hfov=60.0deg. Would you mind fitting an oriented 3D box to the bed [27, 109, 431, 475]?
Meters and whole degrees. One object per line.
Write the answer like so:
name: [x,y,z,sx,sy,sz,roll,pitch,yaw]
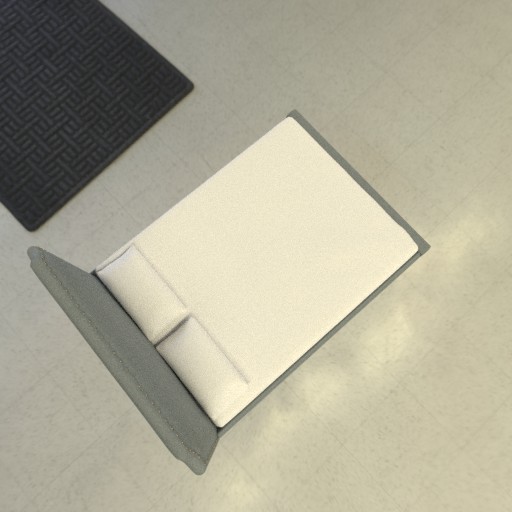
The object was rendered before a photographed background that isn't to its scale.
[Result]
bed: [0.000,0.000,3.349,2.372,1.443,1.712,-40,80,-9]
